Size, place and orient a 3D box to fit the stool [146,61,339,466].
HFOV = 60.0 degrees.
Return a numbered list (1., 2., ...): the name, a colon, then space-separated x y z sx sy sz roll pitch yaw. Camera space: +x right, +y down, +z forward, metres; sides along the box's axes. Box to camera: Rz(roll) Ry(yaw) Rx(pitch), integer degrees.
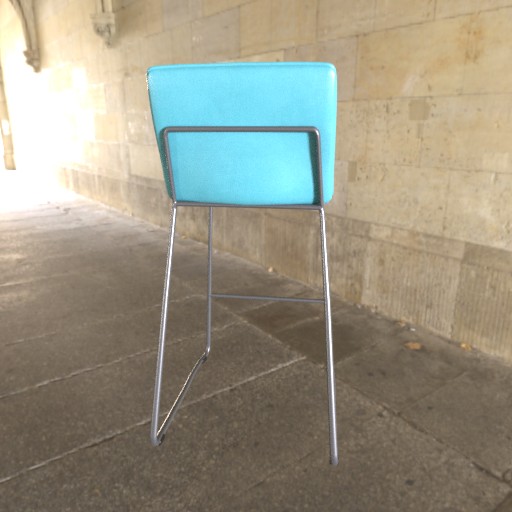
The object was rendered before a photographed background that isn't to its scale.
1. stool: 0.000 0.000 1.233 0.489 0.936 0.524 2 16 8
